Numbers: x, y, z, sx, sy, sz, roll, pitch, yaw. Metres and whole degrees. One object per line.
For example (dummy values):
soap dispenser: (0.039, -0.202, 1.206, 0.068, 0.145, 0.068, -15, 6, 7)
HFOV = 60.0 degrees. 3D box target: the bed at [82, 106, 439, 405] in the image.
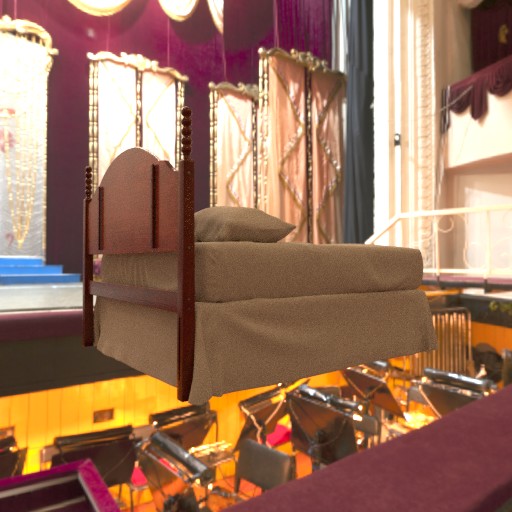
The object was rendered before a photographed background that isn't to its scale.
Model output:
bed: (0.000, 0.000, 3.273, 2.040, 1.356, 1.873, 0, -1, -36)
